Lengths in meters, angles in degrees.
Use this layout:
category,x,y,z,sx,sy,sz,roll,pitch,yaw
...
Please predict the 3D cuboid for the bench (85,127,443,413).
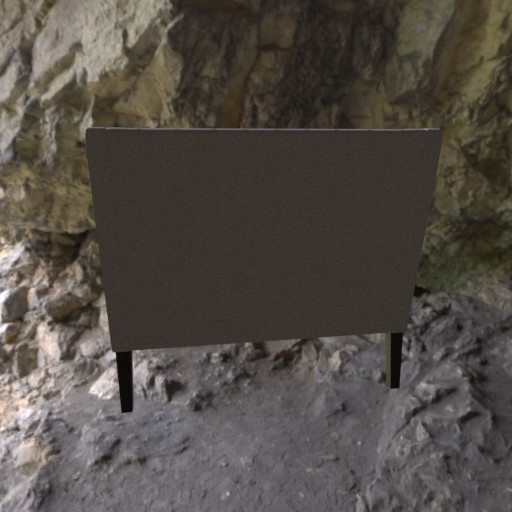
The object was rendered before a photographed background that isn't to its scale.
category,x,y,z,sx,sy,sz,roll,pitch,yaw
bench,0.000,0.000,2.061,1.280,1.123,0.847,-2,15,-9
